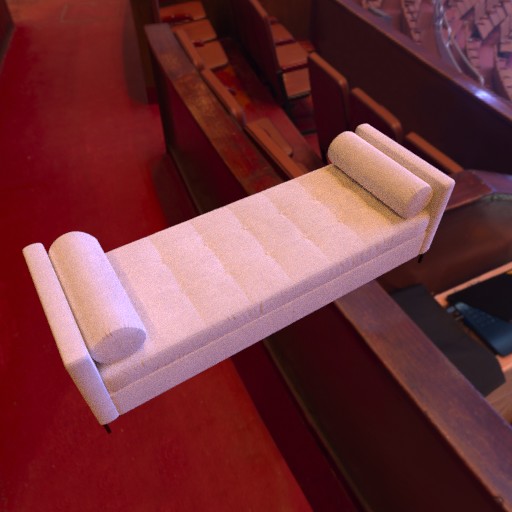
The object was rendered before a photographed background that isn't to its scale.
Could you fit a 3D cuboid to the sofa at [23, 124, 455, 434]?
[{"bbox_3d":[0.000,0.000,2.300,1.981,0.635,0.686,-24,51,-21],"label":"sofa"}]
